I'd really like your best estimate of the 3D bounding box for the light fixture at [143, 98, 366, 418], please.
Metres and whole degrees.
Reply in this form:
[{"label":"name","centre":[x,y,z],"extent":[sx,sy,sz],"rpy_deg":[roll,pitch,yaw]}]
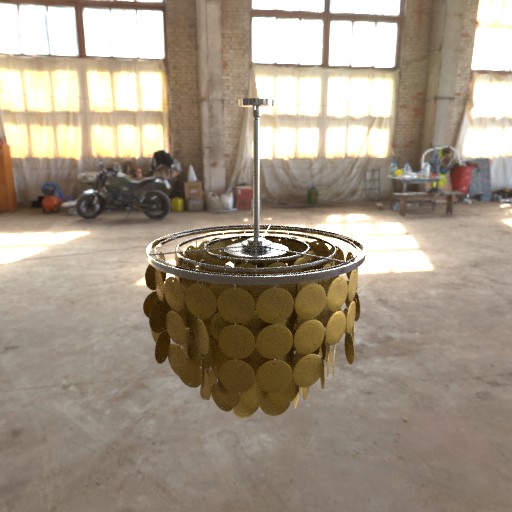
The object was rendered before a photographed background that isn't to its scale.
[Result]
[{"label":"light fixture","centre":[0.000,0.000,0.738],"extent":[0.368,0.492,0.368],"rpy_deg":[0,15,0]}]
